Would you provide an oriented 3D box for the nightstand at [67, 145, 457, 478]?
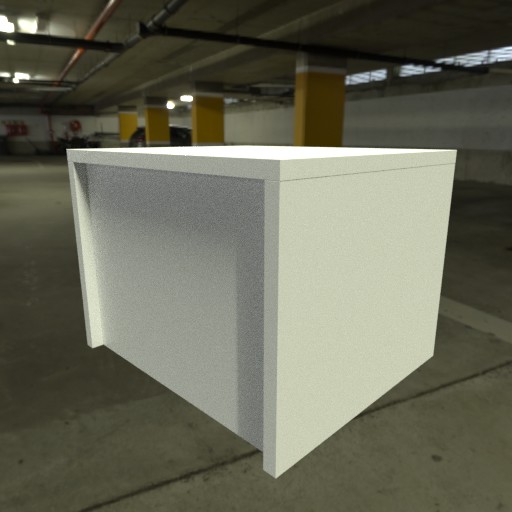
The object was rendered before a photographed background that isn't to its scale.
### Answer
[{"bbox_3d":[0.000,0.000,0.751,0.470,0.351,0.408,15,21,43],"label":"nightstand"}]
